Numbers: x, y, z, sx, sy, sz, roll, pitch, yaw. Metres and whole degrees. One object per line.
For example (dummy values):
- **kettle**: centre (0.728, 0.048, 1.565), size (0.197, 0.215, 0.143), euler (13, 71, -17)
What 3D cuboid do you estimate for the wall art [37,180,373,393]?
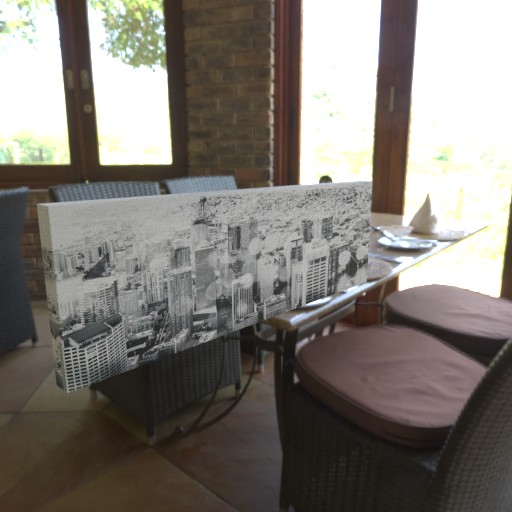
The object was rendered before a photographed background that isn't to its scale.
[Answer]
- **wall art**: centre (0.000, 0.000, 0.849), size (0.038, 0.255, 0.763), euler (12, 18, 43)
